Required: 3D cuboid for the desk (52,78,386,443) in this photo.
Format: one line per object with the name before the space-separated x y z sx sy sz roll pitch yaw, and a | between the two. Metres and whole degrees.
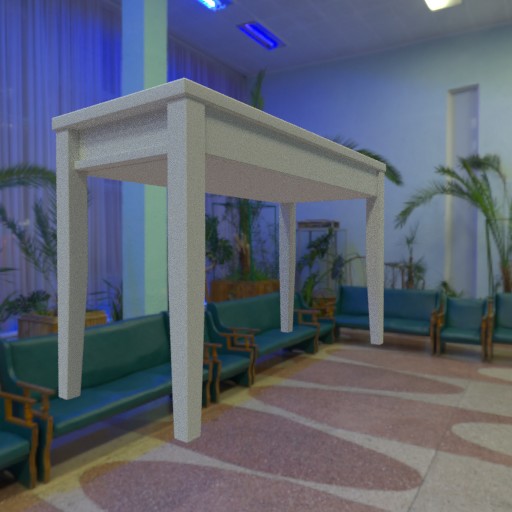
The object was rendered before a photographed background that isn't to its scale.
desk | 0.000 0.000 1.573 0.508 0.775 1.220 1 2 36
